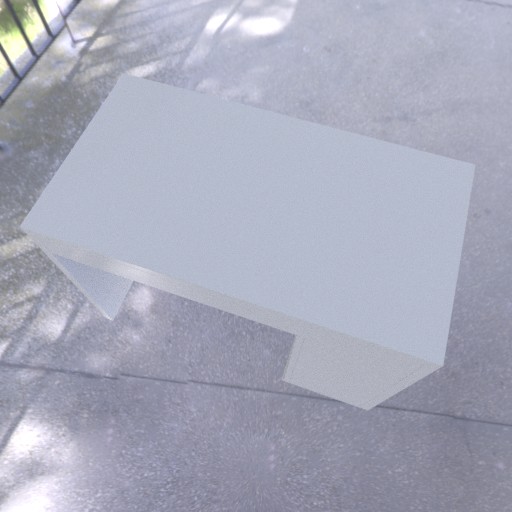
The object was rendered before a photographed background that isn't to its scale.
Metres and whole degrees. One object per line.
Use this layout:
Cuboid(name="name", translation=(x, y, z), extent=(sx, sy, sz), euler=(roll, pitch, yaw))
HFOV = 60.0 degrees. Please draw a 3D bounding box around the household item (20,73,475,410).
Cuboid(name="household item", translation=(0.000, 0.000, 1.537), extent=(1.100, 0.749, 0.597), euler=(17, 65, 8))
